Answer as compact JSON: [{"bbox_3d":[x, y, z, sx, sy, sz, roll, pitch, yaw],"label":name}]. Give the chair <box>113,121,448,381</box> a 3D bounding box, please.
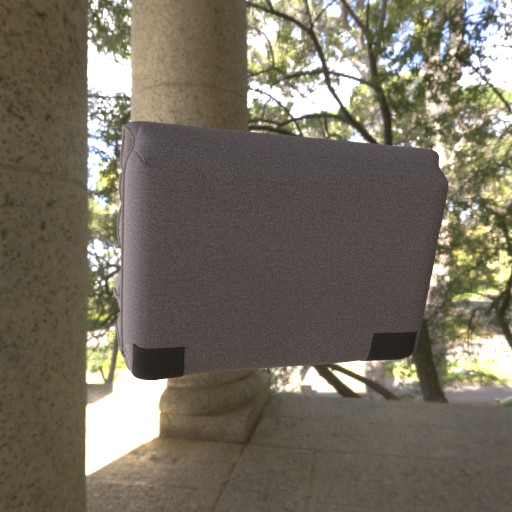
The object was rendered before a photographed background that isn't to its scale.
[{"bbox_3d":[0.000,0.000,1.342,0.820,0.580,0.780,0,0,-19],"label":"chair"}]
